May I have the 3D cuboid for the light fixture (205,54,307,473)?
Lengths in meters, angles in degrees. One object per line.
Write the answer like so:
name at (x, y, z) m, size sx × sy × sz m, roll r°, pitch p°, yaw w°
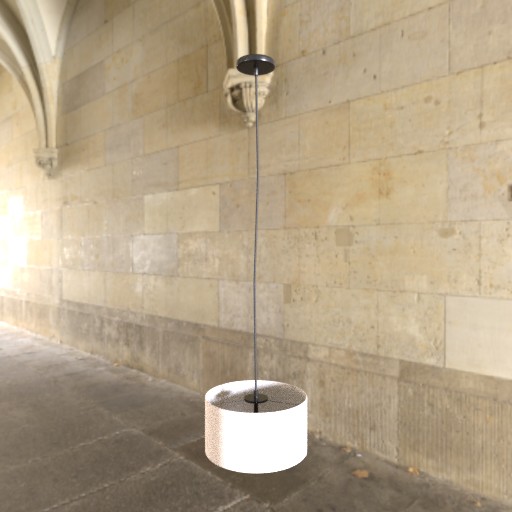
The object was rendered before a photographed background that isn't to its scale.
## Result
light fixture at (0.000, 0.000, 1.742) m, size 0.399 × 1.516 × 0.399 m, roll 0°, pitch 1°, yaw 0°
